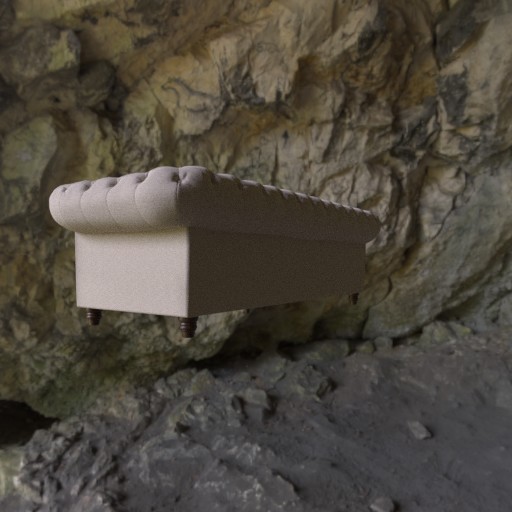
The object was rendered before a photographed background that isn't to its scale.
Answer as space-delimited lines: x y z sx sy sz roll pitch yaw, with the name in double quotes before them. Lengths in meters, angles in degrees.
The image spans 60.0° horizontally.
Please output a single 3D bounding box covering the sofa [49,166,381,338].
"sofa" 0.000 0.000 3.257 1.076 0.847 2.694 -1 -1 35
